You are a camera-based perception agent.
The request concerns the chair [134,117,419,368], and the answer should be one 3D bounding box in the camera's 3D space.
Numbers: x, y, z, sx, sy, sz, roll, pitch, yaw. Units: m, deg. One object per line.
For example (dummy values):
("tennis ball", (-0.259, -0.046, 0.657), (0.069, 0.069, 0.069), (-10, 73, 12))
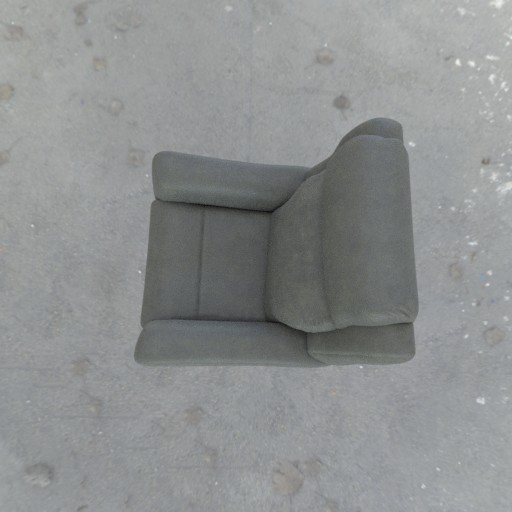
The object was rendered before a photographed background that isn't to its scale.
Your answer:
("chair", (0.000, 0.000, 1.949), (1.068, 1.116, 0.967), (2, 76, 0))
